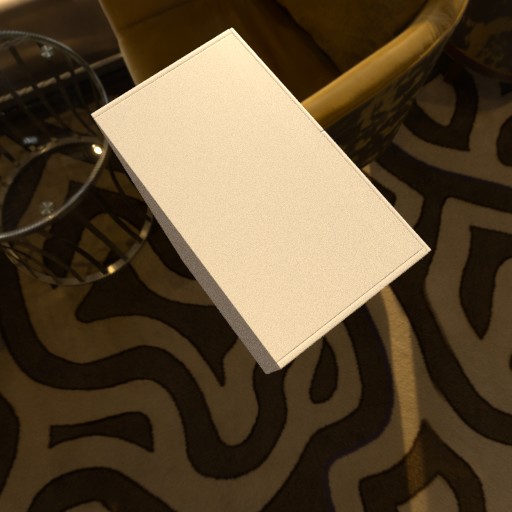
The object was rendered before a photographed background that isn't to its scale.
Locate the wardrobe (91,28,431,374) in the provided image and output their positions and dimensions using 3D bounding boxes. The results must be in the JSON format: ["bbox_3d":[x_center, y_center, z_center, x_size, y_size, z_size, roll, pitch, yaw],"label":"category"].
[{"bbox_3d":[0.000,0.000,2.230,0.577,1.808,0.991,-36,78,-9],"label":"wardrobe"}]
